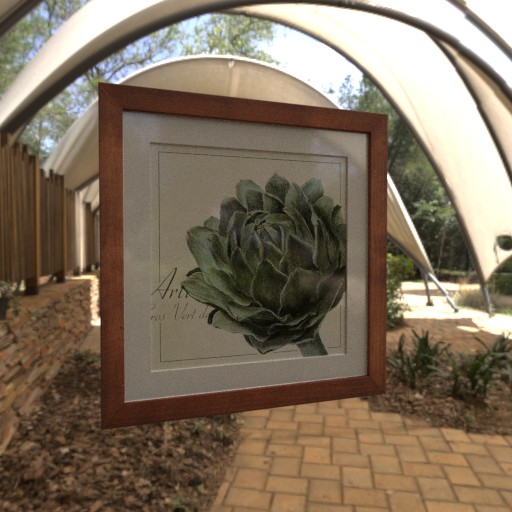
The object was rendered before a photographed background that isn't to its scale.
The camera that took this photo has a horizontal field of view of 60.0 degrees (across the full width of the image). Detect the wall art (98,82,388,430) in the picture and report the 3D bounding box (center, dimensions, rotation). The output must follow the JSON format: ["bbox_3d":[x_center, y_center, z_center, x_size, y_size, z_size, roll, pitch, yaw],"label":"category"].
[{"bbox_3d":[0.000,0.000,0.834,0.554,0.572,0.037,0,1,-19],"label":"wall art"}]
